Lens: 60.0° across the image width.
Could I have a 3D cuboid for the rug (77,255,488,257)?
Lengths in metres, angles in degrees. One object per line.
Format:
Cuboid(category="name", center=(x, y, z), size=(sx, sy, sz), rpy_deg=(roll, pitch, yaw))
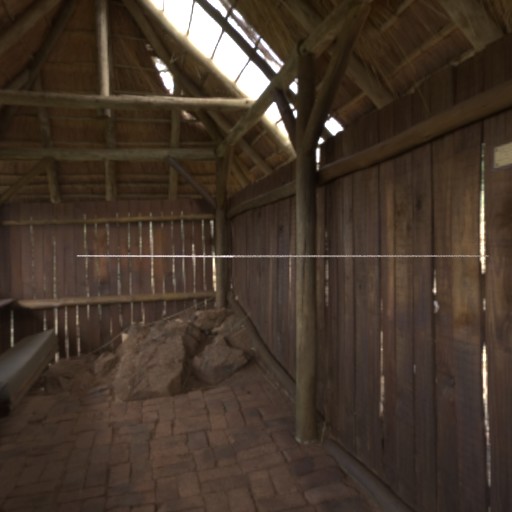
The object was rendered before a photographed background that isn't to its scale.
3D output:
Cuboid(category="rug", center=(0.000, 0.000, 4.109), size=(2.442, 0.008, 3.046), rpy_deg=(0, 0, -35))
